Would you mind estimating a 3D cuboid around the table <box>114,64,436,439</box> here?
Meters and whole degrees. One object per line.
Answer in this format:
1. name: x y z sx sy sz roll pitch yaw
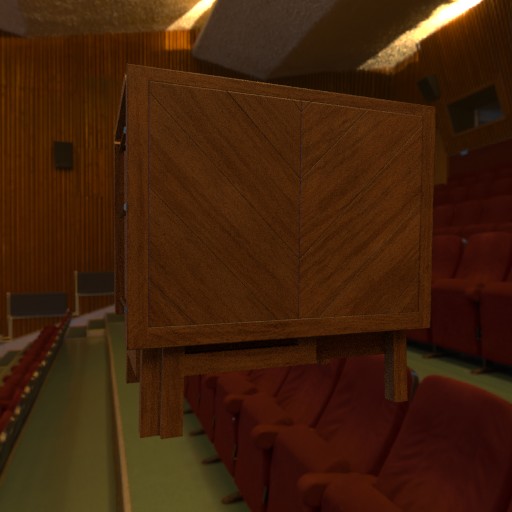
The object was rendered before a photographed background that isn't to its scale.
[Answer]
1. table: 0.000 0.000 1.263 0.746 0.763 0.591 0 1 -20
